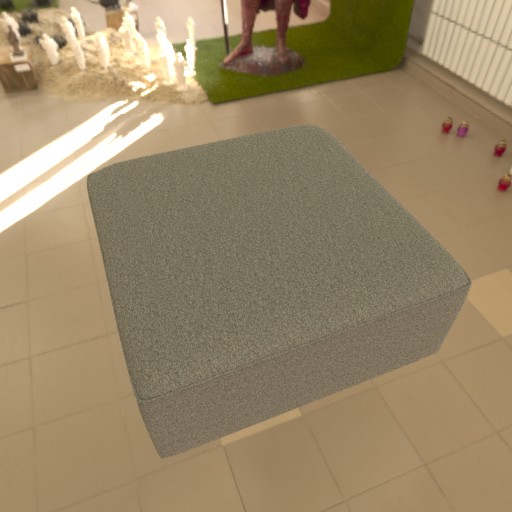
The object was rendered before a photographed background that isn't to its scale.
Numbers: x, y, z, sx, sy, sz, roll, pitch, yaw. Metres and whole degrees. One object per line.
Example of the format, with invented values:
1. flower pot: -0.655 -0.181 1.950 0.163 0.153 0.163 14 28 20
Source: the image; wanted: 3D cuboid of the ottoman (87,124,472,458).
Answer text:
1. ottoman: 0.000 0.000 1.610 1.015 0.464 1.005 -16 48 -15
